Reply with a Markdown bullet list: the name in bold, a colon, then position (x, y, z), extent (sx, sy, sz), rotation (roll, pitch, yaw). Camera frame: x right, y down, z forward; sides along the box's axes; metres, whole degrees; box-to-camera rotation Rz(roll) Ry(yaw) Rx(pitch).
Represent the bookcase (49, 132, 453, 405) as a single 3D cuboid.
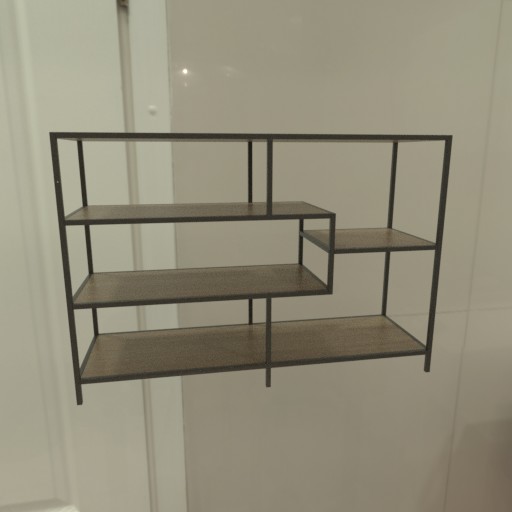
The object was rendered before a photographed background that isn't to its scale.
- **bookcase**: position (0.000, 0.000, 1.489), extent (1.140, 0.780, 0.350), rotation (-2, 13, -10)
